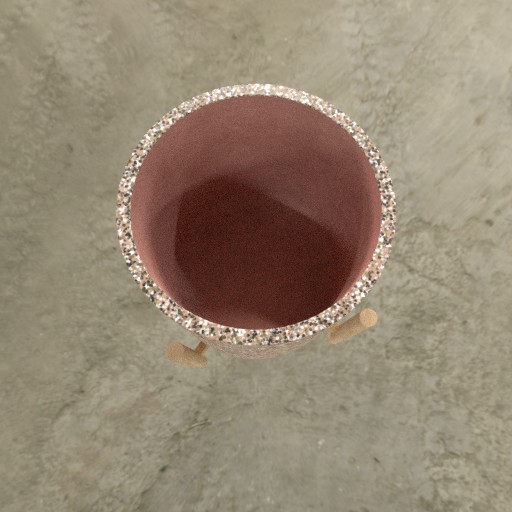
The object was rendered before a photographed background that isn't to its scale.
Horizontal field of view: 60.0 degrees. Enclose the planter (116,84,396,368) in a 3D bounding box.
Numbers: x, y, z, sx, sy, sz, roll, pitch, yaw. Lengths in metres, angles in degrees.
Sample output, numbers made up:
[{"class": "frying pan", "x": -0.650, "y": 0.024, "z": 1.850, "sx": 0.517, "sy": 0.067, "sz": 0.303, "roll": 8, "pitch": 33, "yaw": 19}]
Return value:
[{"class": "planter", "x": 0.000, "y": 0.000, "z": 0.681, "sx": 0.360, "sy": 0.419, "sz": 0.360, "roll": -31, "pitch": 77, "yaw": -8}]
